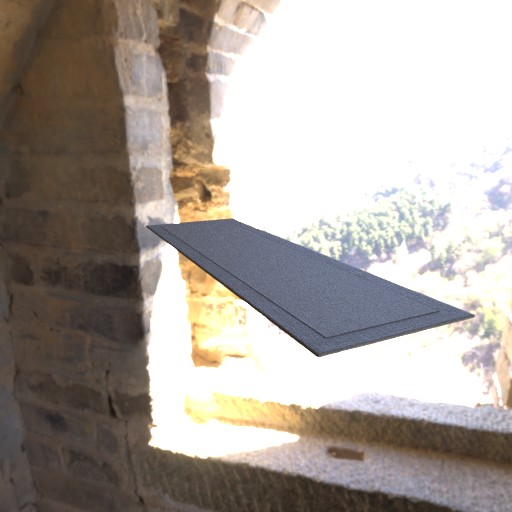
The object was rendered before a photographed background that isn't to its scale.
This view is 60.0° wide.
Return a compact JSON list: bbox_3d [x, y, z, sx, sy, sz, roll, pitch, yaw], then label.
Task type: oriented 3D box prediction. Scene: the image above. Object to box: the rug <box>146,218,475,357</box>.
[{"bbox_3d":[0.000,0.000,2.658,0.759,0.012,2.430,-7,17,-26],"label":"rug"}]
